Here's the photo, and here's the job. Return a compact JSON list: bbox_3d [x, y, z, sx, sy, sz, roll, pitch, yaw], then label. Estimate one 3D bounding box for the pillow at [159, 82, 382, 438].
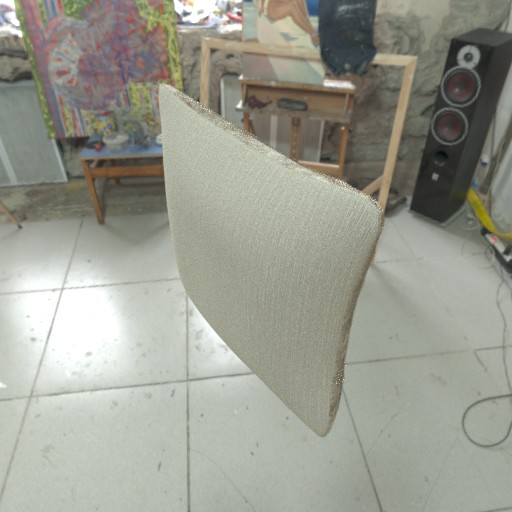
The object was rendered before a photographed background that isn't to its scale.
[{"bbox_3d":[0.000,0.000,0.837,0.216,0.525,0.538,-26,46,-27],"label":"pillow"}]
